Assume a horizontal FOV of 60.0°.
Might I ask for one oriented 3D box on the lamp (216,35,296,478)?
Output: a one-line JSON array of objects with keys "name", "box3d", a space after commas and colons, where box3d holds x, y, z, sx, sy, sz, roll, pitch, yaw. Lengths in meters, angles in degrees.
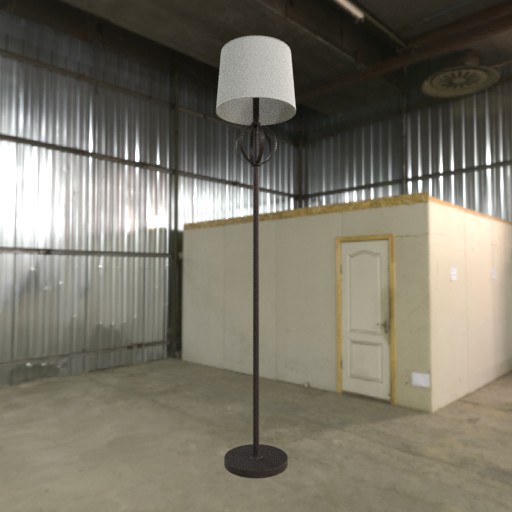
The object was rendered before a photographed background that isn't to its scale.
[{"name": "lamp", "box3d": [0.000, 0.000, 1.582, 0.286, 1.462, 0.286, 0, -2, -17]}]
